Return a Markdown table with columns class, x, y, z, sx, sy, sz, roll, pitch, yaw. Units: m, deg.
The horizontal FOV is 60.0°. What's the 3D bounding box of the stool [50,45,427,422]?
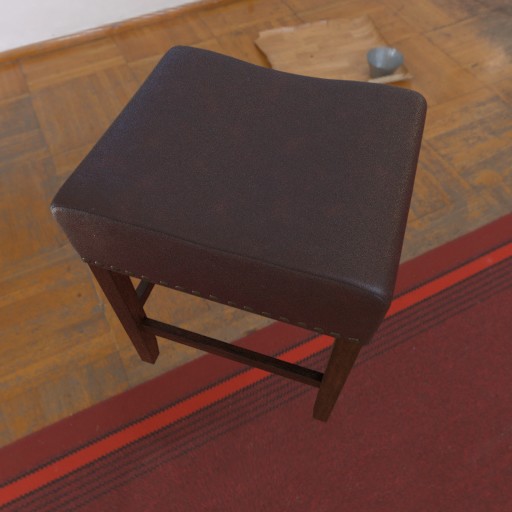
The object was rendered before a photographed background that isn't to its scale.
| class | x | y | z | sx | sy | sz | roll | pitch | yaw |
| --- | --- | --- | --- | --- | --- | --- | --- | --- | --- |
| stool | 0.000 | 0.000 | 0.887 | 0.465 | 0.608 | 0.397 | 15 | 57 | 10 |
